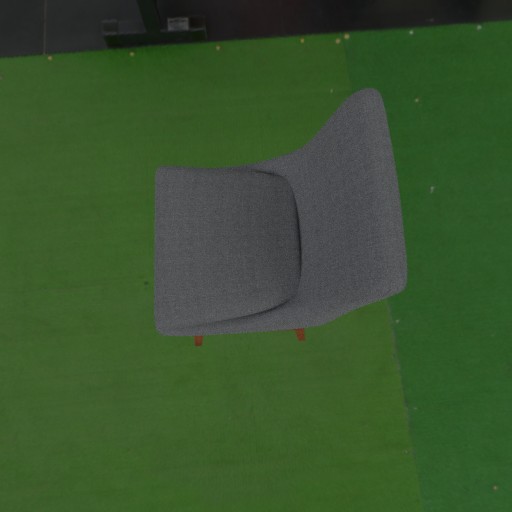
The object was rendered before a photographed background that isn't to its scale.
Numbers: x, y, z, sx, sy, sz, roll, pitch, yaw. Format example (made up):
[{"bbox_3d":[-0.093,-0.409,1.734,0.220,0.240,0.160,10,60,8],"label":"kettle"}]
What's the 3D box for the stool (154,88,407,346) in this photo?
[{"bbox_3d":[0.000,0.000,1.262,0.524,0.977,0.447,-3,75,-1],"label":"stool"}]
